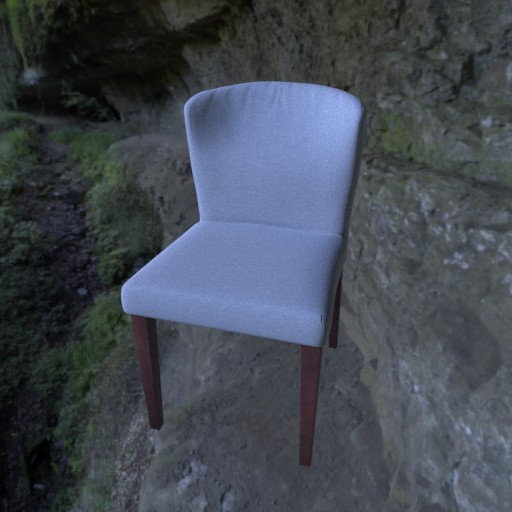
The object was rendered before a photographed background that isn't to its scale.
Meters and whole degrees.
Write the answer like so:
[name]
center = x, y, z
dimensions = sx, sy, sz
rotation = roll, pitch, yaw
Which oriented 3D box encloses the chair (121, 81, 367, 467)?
[chair]
center = 0.000, 0.000, 1.192
dimensions = 0.491, 0.839, 0.592
rotation = 7, 26, 15
